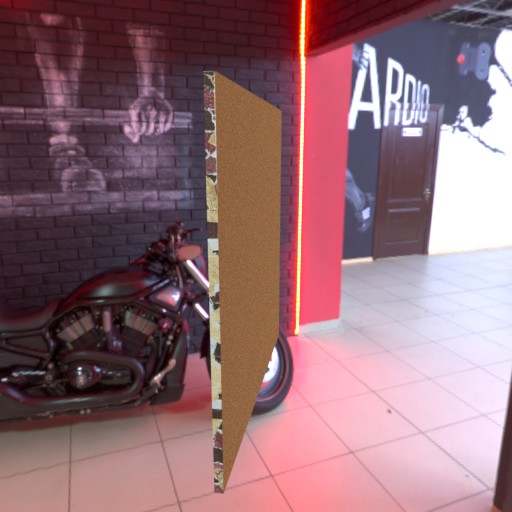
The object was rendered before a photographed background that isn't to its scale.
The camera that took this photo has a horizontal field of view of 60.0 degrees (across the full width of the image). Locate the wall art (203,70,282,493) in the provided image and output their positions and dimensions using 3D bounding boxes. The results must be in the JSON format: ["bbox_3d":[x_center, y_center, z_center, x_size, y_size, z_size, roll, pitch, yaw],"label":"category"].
[{"bbox_3d":[0.000,0.000,0.601,0.010,0.406,0.404,3,14,11],"label":"wall art"}]
